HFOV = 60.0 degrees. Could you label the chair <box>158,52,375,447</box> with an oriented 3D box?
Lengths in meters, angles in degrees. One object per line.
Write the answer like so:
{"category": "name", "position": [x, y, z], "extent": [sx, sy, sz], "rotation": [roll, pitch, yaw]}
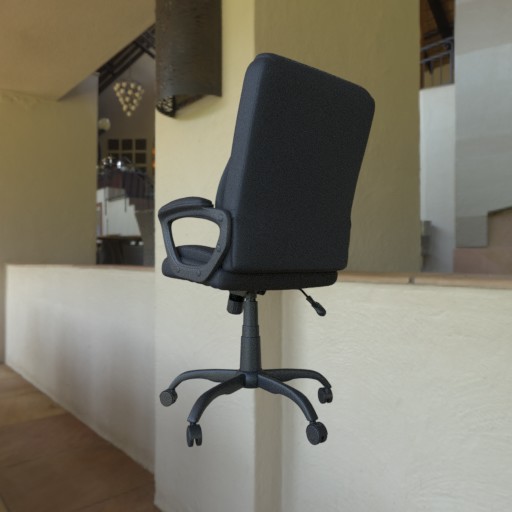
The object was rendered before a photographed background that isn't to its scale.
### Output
{"category": "chair", "position": [0.000, 0.000, 1.490], "extent": [0.615, 1.072, 0.655], "rotation": [1, -1, -38]}
